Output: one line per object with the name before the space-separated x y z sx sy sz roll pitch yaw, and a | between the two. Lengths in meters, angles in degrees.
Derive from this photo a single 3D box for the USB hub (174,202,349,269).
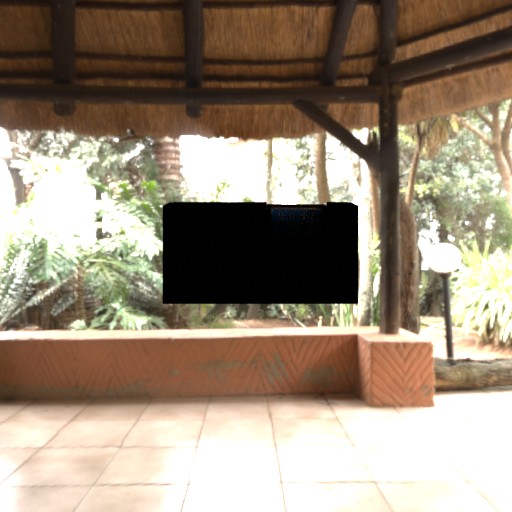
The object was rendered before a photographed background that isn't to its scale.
USB hub | 0.000 0.000 0.129 0.044 0.023 0.110 0 -1 -2
